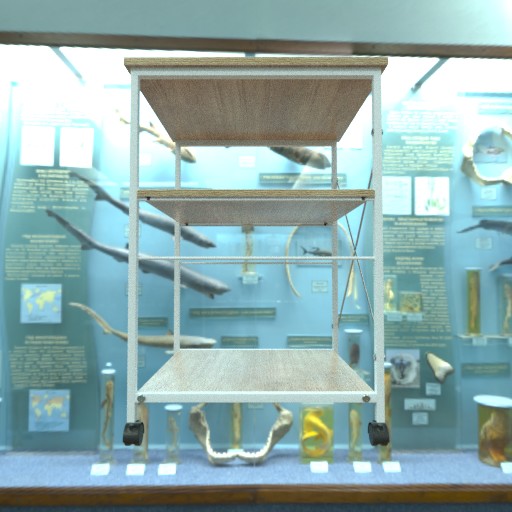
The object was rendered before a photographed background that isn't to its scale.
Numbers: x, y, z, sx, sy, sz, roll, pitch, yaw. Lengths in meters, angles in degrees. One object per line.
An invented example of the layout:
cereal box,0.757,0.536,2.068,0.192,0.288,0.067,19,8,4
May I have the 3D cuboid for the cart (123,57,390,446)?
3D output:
cart,0.000,0.000,1.114,0.520,0.762,0.521,0,-2,0
